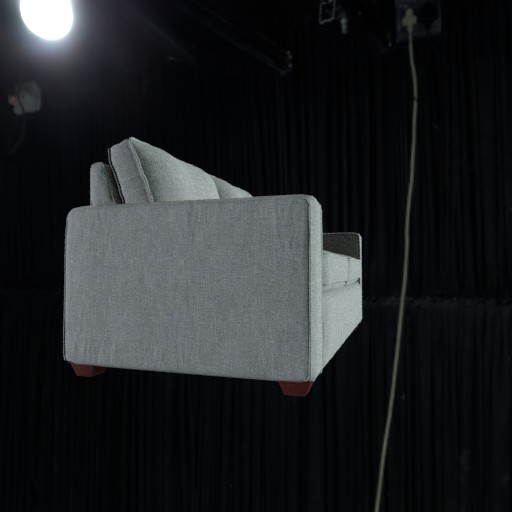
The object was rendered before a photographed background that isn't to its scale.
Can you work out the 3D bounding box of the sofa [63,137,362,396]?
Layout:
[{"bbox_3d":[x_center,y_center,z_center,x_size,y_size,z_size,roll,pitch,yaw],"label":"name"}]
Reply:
[{"bbox_3d":[0.000,0.000,2.266,0.945,0.915,1.706,-1,-2,18],"label":"sofa"}]
